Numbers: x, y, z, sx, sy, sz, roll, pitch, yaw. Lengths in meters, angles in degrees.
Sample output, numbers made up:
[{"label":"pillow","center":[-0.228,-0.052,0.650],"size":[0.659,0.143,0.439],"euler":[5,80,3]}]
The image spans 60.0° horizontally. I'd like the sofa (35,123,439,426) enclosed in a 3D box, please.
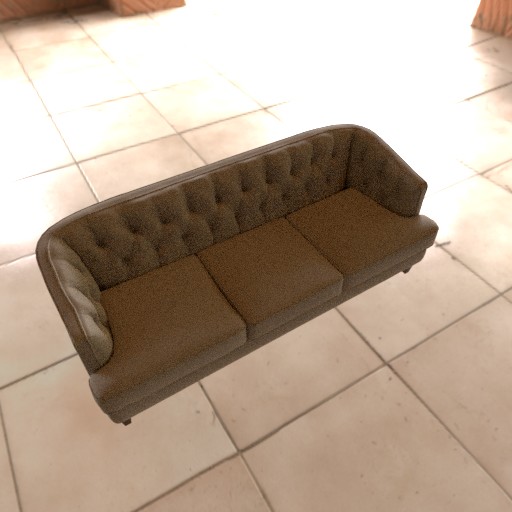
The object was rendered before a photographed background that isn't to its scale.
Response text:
[{"label":"sofa","center":[0.000,0.000,2.726],"size":[2.278,0.855,0.941],"euler":[-24,50,-22]}]
